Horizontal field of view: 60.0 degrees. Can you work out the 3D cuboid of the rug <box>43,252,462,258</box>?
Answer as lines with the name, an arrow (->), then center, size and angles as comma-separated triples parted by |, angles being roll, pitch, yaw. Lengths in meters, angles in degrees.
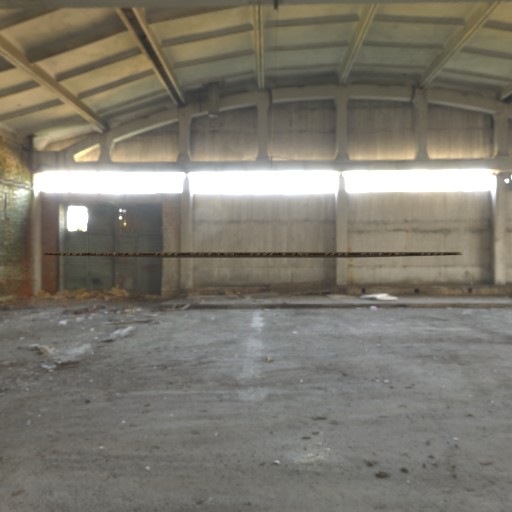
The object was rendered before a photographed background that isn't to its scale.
rug -> 0.000, 0.000, 3.855 | 2.306, 0.017, 2.902 | 0, -1, 1
